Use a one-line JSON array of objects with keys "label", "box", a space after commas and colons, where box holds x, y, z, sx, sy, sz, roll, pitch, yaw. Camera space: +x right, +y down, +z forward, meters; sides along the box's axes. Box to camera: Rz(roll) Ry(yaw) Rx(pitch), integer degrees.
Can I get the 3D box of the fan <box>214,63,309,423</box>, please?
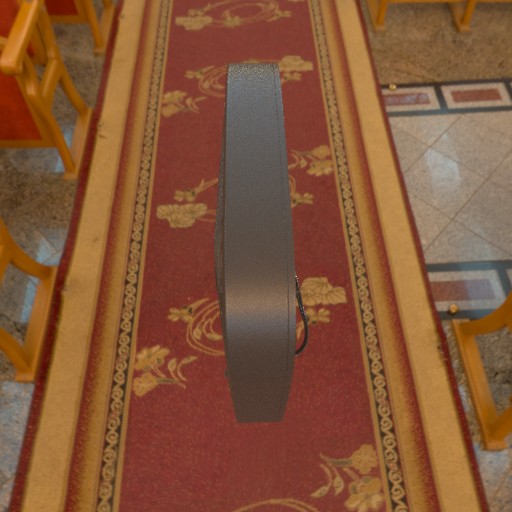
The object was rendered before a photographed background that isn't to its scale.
[{"label": "fan", "box": [0.000, 0.000, 0.797, 0.142, 0.533, 0.526, -1, 58, -1]}]
